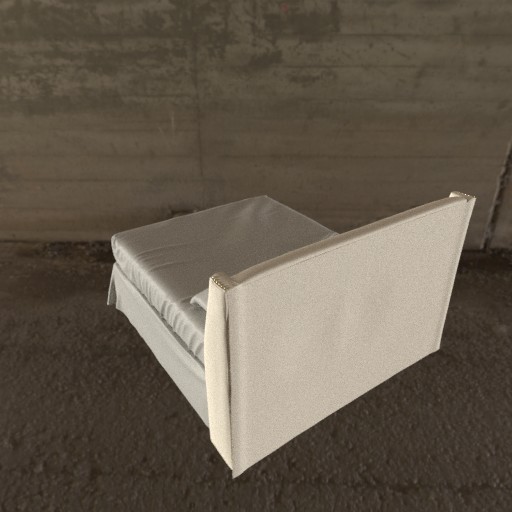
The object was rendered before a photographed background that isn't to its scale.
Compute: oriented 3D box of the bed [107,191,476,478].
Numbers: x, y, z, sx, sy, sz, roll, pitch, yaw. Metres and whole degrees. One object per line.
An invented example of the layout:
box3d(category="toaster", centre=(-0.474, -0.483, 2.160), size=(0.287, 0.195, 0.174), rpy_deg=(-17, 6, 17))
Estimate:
box3d(category="bed", centre=(0.000, 0.000, 3.489), size=(1.925, 1.332, 2.276), rpy_deg=(-19, 34, -30))
